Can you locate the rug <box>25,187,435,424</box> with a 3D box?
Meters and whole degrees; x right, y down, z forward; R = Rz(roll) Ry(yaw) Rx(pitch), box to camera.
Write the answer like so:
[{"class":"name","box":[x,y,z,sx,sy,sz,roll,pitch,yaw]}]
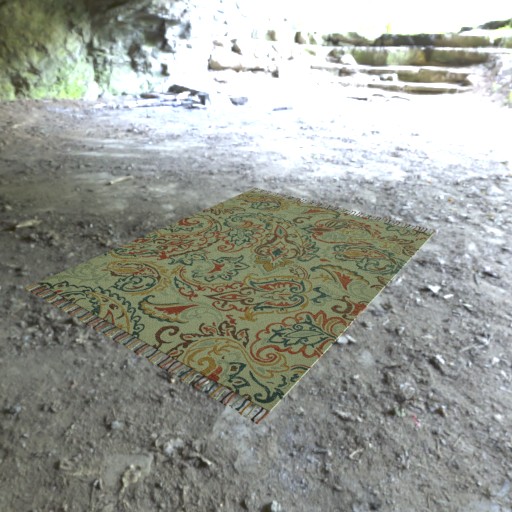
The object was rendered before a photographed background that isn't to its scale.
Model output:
[{"class":"rug","box":[0.000,0.000,4.268,2.439,0.015,3.274,19,33,32]}]
